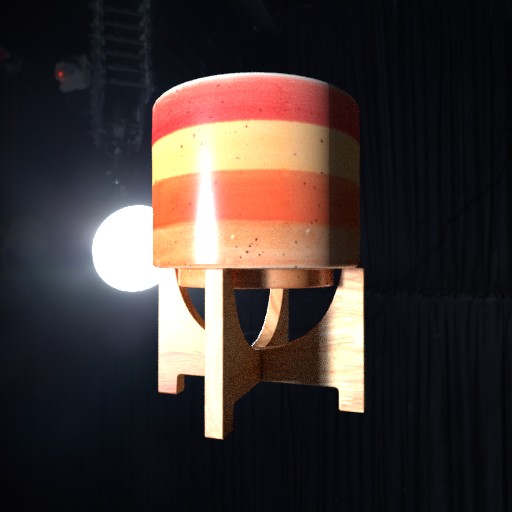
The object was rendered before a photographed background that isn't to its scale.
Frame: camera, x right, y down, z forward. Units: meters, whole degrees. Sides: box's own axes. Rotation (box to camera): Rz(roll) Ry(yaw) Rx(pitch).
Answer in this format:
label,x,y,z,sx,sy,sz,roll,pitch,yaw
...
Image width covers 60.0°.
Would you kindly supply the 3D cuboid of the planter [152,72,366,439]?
label,x,y,z,sx,sy,sz,roll,pitch,yaw
planter,0.000,0.000,0.417,0.199,0.268,0.199,0,-1,0
